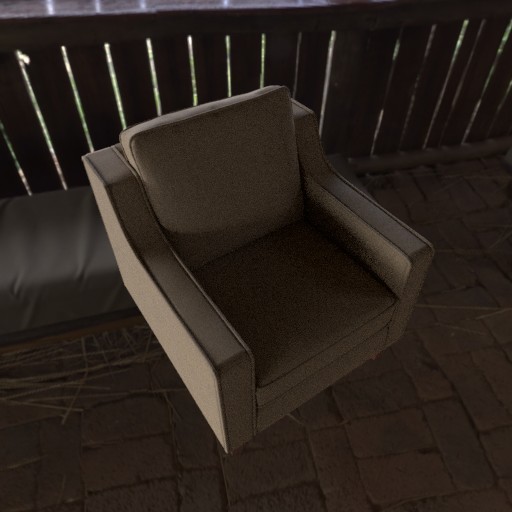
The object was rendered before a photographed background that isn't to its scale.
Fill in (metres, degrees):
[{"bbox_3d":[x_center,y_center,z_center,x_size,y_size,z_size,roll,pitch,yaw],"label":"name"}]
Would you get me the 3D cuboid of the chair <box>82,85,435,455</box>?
[{"bbox_3d":[0.000,0.000,1.645,0.831,0.960,0.909,-26,51,-23],"label":"chair"}]
